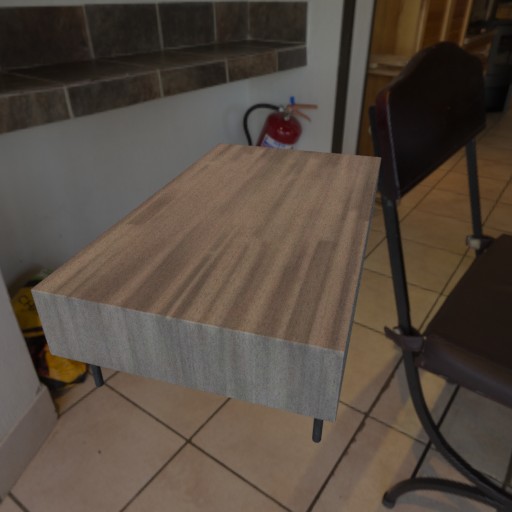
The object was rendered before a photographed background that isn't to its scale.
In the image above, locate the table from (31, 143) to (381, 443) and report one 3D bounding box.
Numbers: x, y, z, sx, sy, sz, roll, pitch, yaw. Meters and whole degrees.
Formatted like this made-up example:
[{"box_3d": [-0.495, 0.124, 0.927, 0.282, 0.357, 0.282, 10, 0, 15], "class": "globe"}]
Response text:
[{"box_3d": [0.000, 0.000, 1.365, 0.643, 0.347, 1.088, 9, 32, 14], "class": "table"}]
